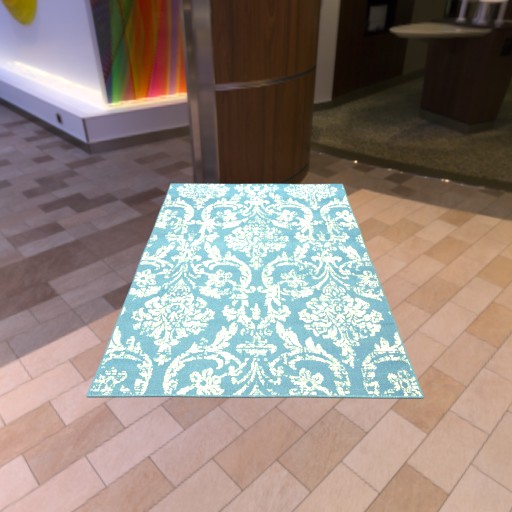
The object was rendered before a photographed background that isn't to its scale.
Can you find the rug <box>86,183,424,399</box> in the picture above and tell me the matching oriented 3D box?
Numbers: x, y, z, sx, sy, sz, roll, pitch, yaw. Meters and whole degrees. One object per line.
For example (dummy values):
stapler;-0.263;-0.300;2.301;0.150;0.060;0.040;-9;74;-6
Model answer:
rug;0.000;0.000;2.350;1.211;0.012;1.833;0;34;0
